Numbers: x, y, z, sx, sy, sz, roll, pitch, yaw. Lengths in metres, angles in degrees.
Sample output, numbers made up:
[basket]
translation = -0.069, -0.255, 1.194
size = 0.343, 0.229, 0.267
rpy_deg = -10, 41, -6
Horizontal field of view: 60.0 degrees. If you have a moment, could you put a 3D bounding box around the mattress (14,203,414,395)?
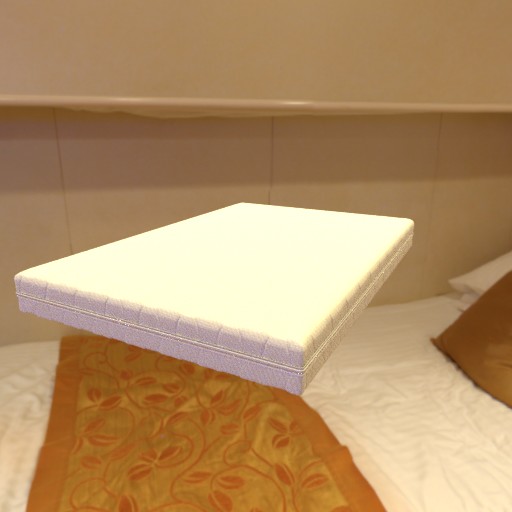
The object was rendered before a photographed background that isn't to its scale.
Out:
[mattress]
translation = 0.000, 0.000, 2.524
size = 1.400, 0.200, 2.000
rpy_deg = 9, 19, 27
